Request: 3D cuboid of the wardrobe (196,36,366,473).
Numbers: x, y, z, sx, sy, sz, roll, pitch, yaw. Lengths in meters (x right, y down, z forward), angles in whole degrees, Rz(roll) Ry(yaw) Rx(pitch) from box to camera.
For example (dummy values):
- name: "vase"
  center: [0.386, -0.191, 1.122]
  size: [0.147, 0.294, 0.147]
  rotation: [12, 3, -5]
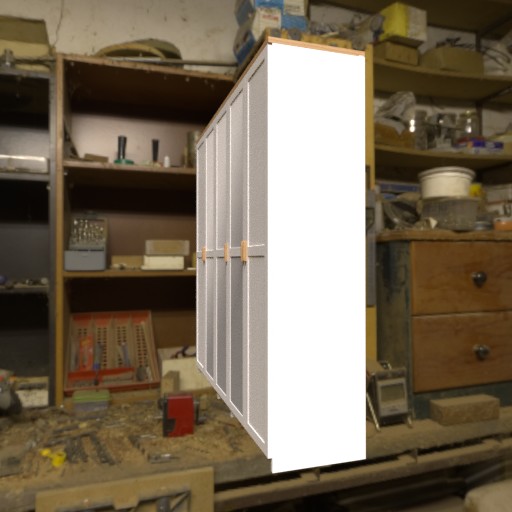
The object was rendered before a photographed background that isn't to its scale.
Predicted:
- name: "wardrobe"
  center: [0.000, 0.000, 3.401]
  size: [0.590, 2.260, 2.160]
  rotation: [0, -1, -18]
